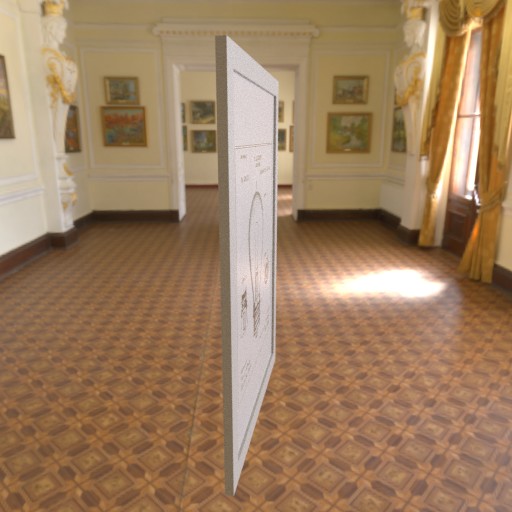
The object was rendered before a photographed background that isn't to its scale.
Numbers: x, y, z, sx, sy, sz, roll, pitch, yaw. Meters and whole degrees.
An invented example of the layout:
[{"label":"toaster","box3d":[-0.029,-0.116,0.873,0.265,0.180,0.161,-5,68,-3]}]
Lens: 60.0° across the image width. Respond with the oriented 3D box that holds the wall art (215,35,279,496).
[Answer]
[{"label":"wall art","box3d":[0.000,0.000,0.593,0.010,0.474,0.325,3,15,10]}]
